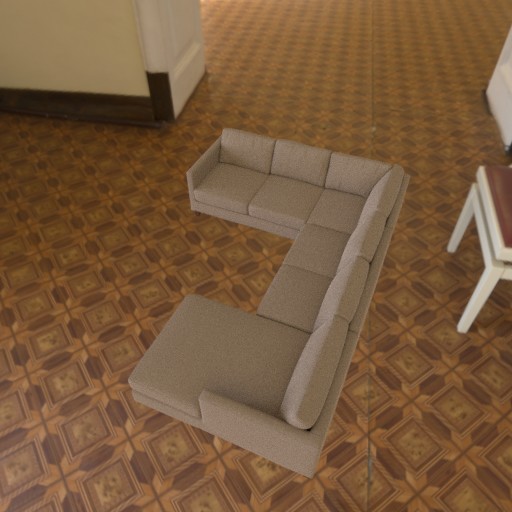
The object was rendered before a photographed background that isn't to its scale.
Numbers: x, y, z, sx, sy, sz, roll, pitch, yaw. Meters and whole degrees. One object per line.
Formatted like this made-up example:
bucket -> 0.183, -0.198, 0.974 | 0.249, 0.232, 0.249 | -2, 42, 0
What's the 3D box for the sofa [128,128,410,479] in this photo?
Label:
sofa -> 0.000, 0.000, 4.541 | 2.424, 0.865, 3.438 | 17, 48, 16
